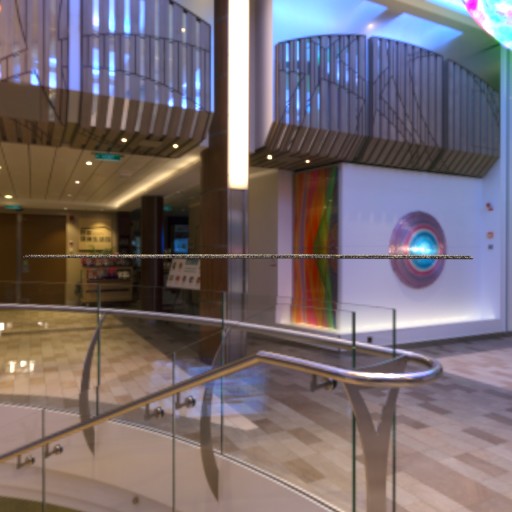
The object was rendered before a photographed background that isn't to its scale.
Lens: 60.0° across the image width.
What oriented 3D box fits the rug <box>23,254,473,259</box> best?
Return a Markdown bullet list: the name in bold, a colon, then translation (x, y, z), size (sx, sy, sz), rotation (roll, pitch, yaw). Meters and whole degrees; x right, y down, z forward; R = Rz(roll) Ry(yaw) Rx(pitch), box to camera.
- **rug**: translation (0.000, 0.000, 3.009), size (2.443, 0.021, 1.538), rotation (0, 0, 17)
